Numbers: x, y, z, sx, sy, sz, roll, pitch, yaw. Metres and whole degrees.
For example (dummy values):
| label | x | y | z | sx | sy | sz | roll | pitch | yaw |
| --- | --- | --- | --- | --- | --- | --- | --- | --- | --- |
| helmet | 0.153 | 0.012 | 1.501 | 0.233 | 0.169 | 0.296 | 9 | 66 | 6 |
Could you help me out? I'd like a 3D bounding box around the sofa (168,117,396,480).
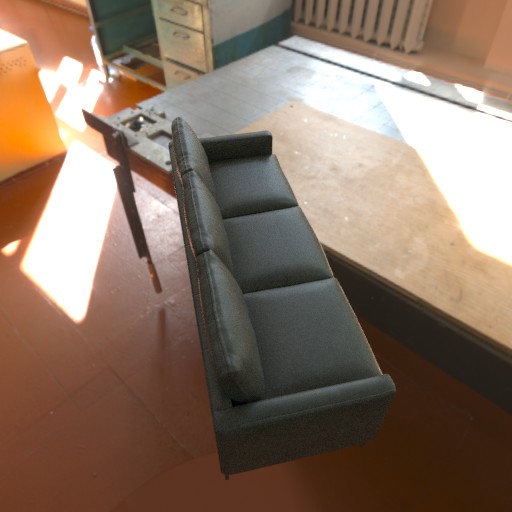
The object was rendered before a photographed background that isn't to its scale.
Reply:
| label | x | y | z | sx | sy | sz | roll | pitch | yaw |
| --- | --- | --- | --- | --- | --- | --- | --- | --- | --- |
| sofa | 0.000 | 0.000 | 2.427 | 0.748 | 0.805 | 2.029 | -9 | 46 | -9 |
